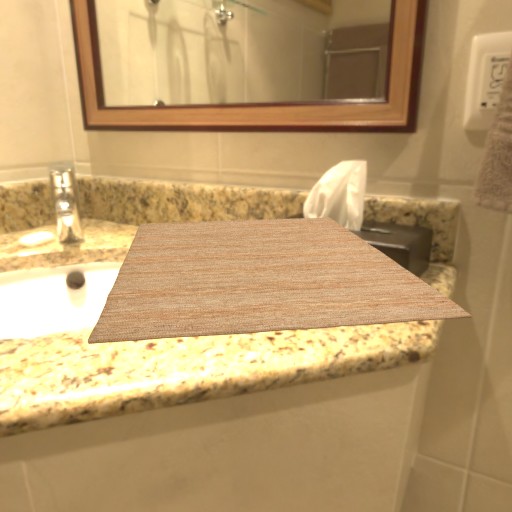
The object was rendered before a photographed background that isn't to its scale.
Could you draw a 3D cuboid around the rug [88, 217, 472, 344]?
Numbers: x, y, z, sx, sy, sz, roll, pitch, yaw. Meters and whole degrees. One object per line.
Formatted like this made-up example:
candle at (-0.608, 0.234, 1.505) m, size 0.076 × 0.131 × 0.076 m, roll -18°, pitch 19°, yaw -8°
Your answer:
rug at (0.000, 0.000, 3.958) m, size 2.313 × 0.009 × 2.939 m, roll -3°, pitch 17°, yaw -8°
